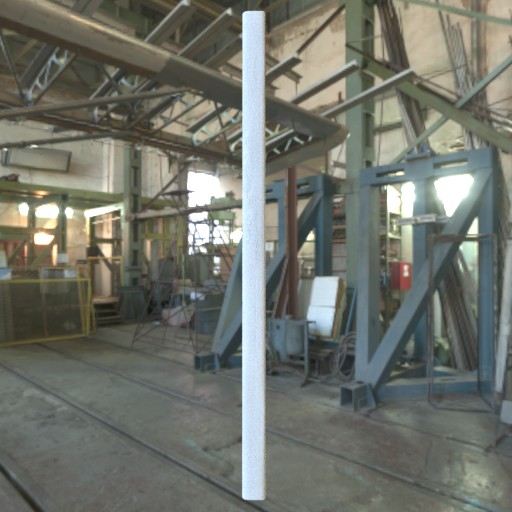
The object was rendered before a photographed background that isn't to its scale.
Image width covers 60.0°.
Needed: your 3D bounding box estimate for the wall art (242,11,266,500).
[{"bbox_3d":[0.000,0.000,1.128,0.048,0.916,0.602,0,-1,0],"label":"wall art"}]
